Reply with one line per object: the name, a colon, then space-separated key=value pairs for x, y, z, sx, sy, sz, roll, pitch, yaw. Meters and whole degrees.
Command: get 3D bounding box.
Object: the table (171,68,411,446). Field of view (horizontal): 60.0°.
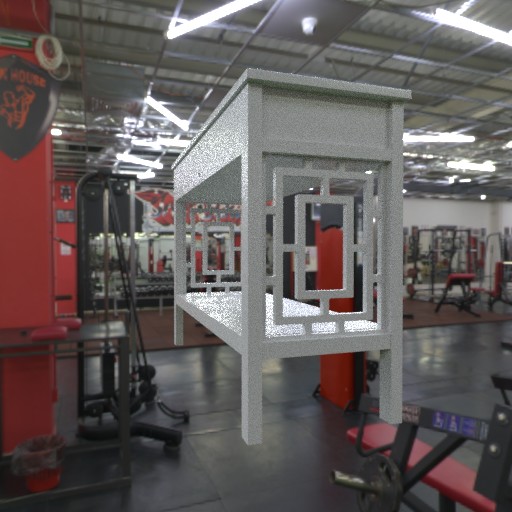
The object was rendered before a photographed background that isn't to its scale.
table: x=0.000 y=0.000 z=1.441 sx=0.397 sy=0.753 sz=1.068 roll=0 pitch=1 yaw=-19
